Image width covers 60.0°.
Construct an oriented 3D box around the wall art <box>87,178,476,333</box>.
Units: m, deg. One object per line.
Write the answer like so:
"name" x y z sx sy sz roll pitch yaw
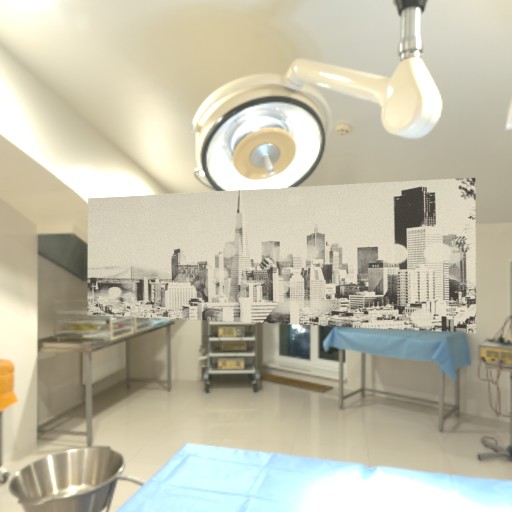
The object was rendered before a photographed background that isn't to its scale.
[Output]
"wall art" 0.000 0.000 1.698 1.520 0.507 0.039 0 -1 18
